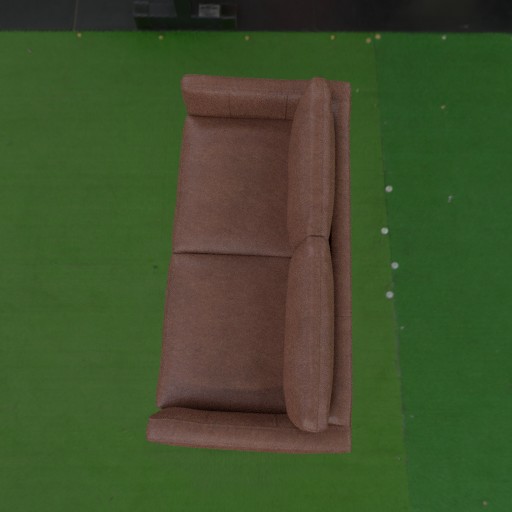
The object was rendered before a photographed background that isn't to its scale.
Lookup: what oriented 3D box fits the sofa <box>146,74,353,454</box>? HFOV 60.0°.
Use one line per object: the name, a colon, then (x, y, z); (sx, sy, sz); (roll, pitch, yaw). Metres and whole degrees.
sofa: (0.000, 0.000, 2.271); (0.899, 0.883, 1.797); (2, 76, 1)
